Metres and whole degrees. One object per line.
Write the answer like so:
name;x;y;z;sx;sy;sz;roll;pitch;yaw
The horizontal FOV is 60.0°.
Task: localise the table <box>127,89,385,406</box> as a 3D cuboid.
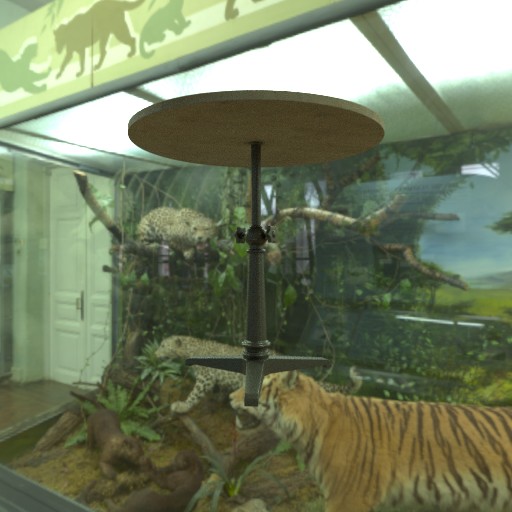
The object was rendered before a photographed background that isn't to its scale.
table;0.000;0.000;1.435;0.800;0.780;0.800;0;0;0
